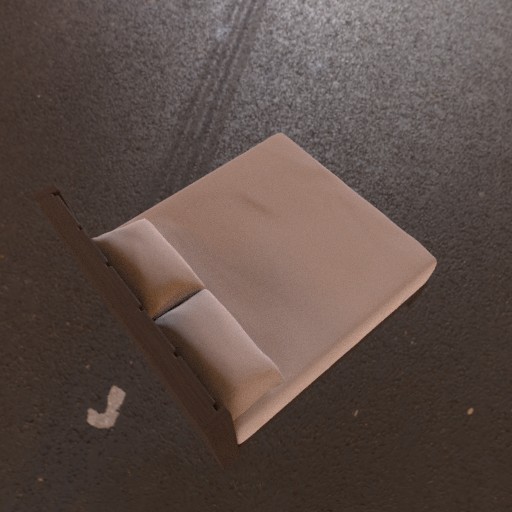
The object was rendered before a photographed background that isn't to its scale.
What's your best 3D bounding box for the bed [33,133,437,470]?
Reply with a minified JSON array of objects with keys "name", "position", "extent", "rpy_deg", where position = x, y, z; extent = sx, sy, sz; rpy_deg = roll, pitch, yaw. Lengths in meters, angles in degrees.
[{"name":"bed","position":[0.000,0.000,3.123],"extent":[1.992,1.261,1.735],"rpy_deg":[-35,64,-20]}]
